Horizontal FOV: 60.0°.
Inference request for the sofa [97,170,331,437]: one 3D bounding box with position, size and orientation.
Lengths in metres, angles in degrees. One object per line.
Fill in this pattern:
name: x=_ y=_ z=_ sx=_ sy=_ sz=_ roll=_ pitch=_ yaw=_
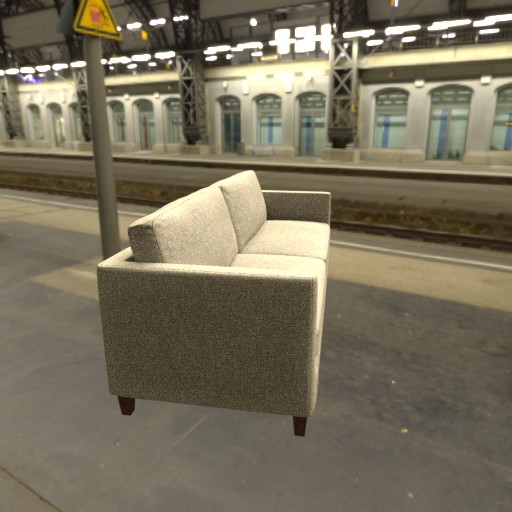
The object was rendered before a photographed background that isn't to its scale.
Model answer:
sofa: x=0.000 y=0.000 z=2.961 sx=0.948 sy=0.951 sz=2.434 roll=3 pitch=16 yaw=10
